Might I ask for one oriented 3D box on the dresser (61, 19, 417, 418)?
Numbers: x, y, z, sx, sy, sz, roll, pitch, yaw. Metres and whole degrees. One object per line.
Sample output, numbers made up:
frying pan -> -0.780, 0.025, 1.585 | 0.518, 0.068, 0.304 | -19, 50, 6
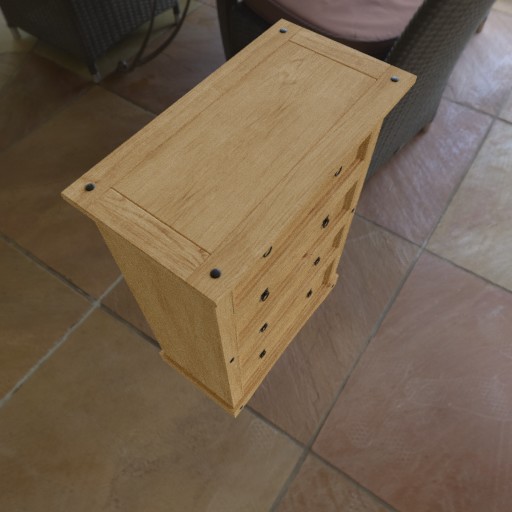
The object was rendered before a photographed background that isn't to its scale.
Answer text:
dresser -> 0.000, 0.000, 1.724 | 0.485, 1.300, 0.915 | 33, 64, 18
